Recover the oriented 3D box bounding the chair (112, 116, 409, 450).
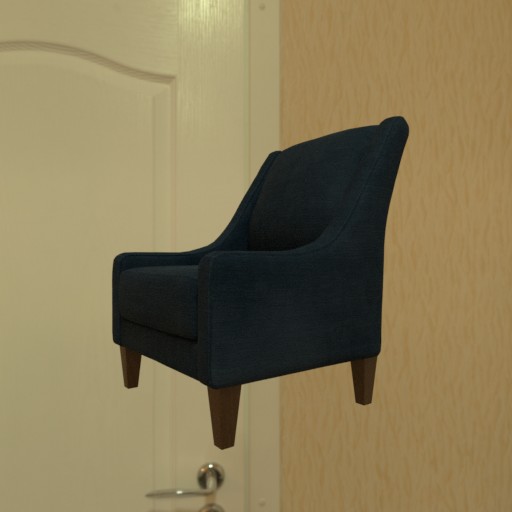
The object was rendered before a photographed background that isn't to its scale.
[{"bbox_3d":[0.000,0.000,1.663,0.870,1.014,0.774,0,0,-37],"label":"chair"}]
